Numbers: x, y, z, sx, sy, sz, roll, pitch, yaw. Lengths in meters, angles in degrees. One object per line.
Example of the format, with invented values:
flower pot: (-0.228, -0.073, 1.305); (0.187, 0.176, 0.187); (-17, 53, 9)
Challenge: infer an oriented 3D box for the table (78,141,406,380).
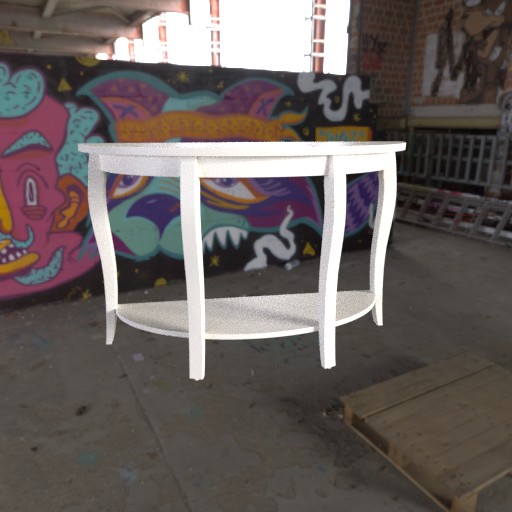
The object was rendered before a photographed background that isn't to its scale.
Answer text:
table: (0.000, 0.000, 1.599); (1.219, 0.780, 0.394); (-3, 17, -8)
